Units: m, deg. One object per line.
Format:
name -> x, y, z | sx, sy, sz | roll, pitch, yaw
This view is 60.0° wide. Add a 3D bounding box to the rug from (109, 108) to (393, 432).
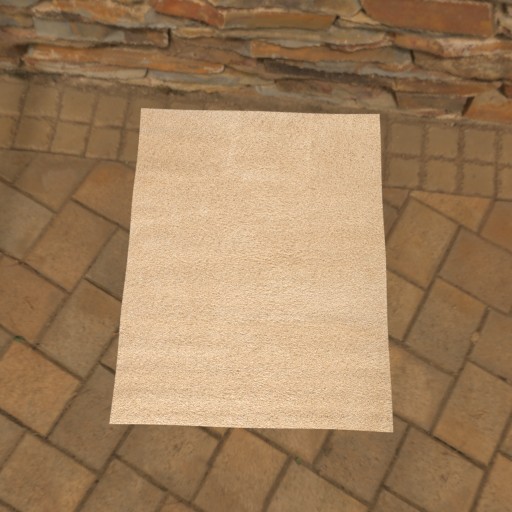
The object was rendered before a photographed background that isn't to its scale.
rug -> 0.000, 0.000, 4.111 | 2.400, 0.025, 3.000 | 2, 76, 0
